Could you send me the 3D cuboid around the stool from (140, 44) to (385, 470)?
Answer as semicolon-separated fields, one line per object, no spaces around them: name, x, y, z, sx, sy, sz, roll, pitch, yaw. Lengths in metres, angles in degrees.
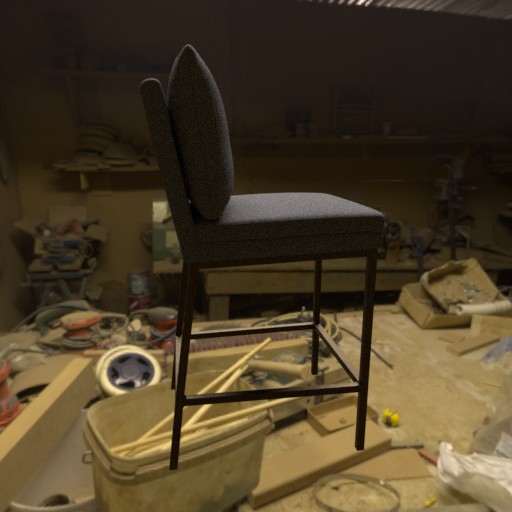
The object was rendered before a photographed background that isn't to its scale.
stool;0.000;0.000;1.280;0.569;1.031;0.463;-2;14;-10
